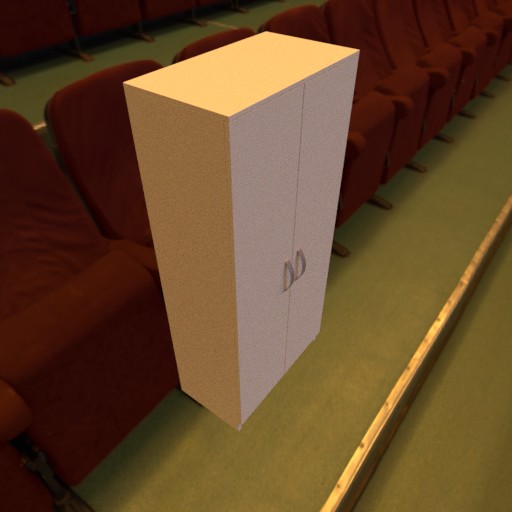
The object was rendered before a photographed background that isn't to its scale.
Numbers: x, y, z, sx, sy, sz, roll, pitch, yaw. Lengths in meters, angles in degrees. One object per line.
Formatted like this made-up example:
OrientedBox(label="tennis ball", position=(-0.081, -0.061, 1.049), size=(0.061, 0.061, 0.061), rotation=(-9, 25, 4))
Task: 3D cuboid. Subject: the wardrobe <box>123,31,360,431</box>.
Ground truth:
OrientedBox(label="wardrobe", position=(0.000, 0.000, 2.059), size=(0.470, 1.700, 0.760), rotation=(26, 47, 27))
